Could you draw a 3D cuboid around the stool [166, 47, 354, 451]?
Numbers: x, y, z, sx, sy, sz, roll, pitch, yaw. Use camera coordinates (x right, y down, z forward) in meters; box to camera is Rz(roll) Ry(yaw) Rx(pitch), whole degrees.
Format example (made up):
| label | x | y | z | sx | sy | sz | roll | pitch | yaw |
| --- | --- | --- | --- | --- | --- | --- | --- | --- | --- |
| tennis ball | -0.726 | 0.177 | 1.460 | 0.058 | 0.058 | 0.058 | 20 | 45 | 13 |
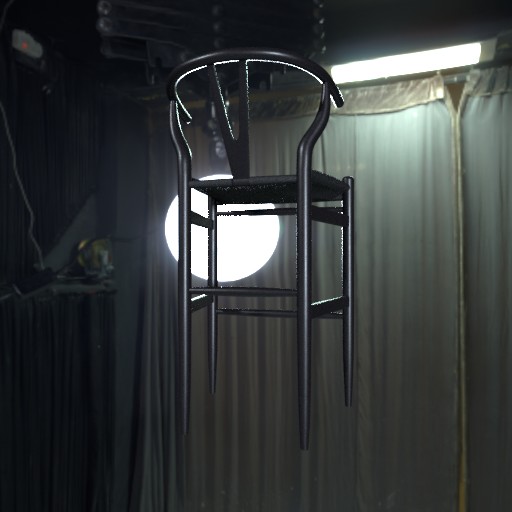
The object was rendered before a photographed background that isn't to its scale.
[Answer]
| label | x | y | z | sx | sy | sz | roll | pitch | yaw |
| --- | --- | --- | --- | --- | --- | --- | --- | --- | --- |
| stool | 0.000 | 0.000 | 1.414 | 0.569 | 1.072 | 0.579 | 0 | 0 | 17 |
